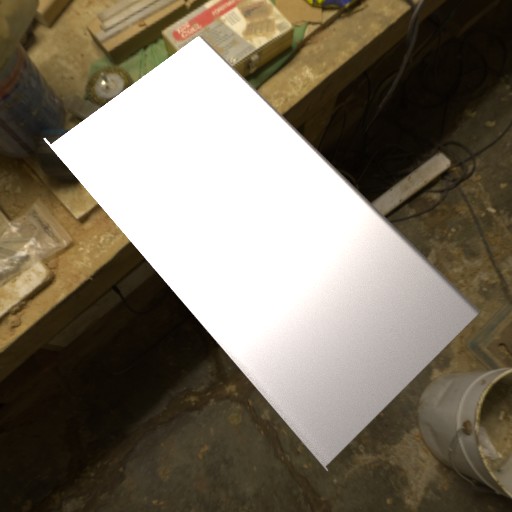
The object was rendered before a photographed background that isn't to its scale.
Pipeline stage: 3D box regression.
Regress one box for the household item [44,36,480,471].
[{"bbox_3d":[0.000,0.000,1.673,0.610,0.851,1.219,-41,79,-9],"label":"household item"}]
